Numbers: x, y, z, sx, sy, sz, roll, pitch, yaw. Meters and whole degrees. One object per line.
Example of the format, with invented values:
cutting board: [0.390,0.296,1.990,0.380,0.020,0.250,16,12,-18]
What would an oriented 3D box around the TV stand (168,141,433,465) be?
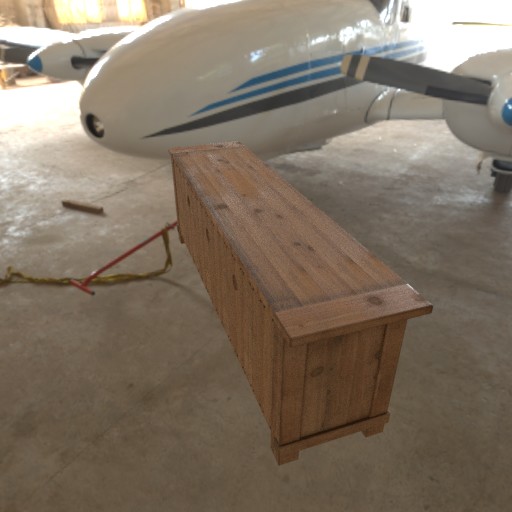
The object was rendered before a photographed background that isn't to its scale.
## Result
TV stand: [0.000,0.000,2.056,0.453,0.573,1.804,-10,31,-17]
